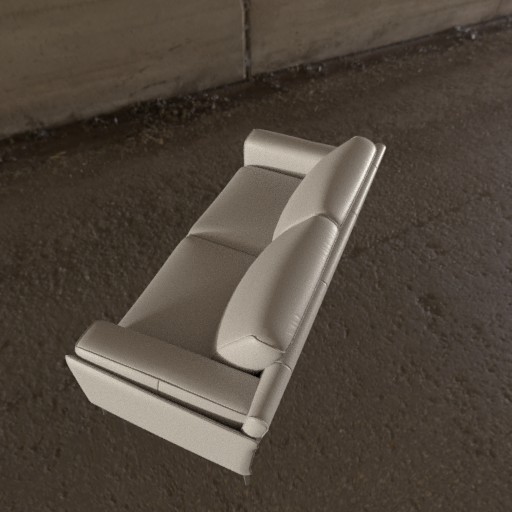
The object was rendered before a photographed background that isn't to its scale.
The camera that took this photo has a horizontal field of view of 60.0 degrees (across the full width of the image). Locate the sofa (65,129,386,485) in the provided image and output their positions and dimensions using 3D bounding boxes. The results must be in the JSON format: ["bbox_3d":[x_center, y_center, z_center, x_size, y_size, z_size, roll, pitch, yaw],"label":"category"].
[{"bbox_3d":[0.000,0.000,2.554,1.049,0.930,2.101,18,49,16],"label":"sofa"}]
